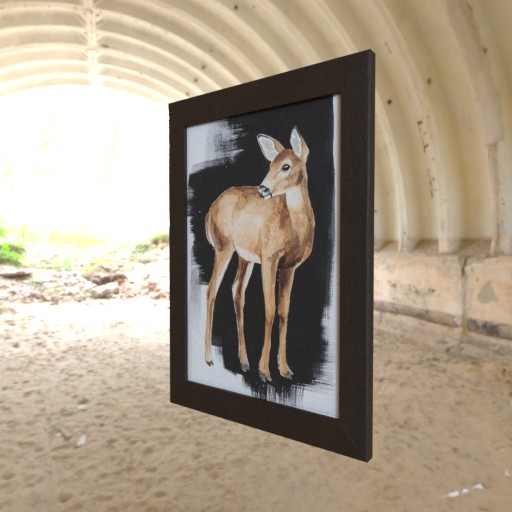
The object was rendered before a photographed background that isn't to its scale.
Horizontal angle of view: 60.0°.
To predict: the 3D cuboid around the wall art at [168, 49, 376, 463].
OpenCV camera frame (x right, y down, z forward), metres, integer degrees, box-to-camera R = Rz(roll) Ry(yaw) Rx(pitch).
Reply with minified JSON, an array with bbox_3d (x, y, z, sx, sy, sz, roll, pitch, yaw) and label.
[{"bbox_3d":[0.000,0.000,0.661,0.359,0.513,0.017,1,2,36],"label":"wall art"}]
